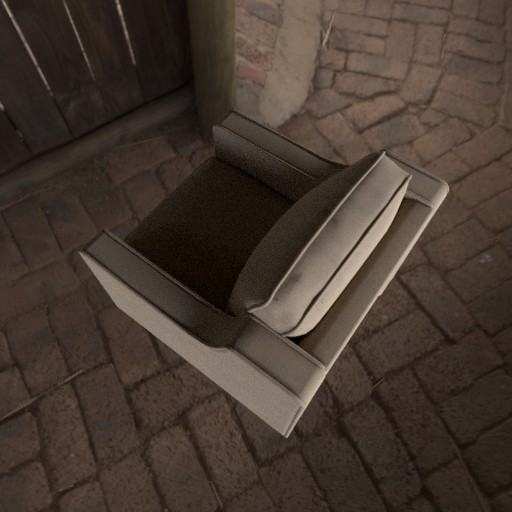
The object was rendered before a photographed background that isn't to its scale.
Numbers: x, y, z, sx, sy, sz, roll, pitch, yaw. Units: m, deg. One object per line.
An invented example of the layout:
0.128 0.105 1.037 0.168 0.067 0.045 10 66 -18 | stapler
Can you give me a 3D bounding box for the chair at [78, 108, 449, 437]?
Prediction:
0.000 0.000 1.651 0.909 0.960 0.831 33 66 17 | chair
